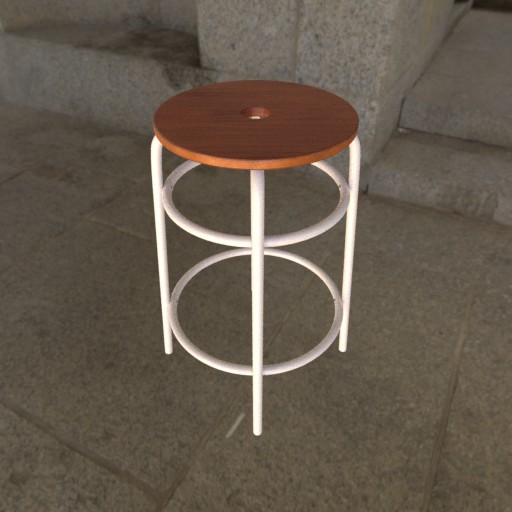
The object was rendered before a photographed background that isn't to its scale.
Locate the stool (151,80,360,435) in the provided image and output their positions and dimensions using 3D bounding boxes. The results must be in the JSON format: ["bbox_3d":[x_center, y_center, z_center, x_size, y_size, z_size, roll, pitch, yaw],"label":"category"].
[{"bbox_3d":[0.000,0.000,0.922,0.455,0.610,0.455,-1,39,-1],"label":"stool"}]
